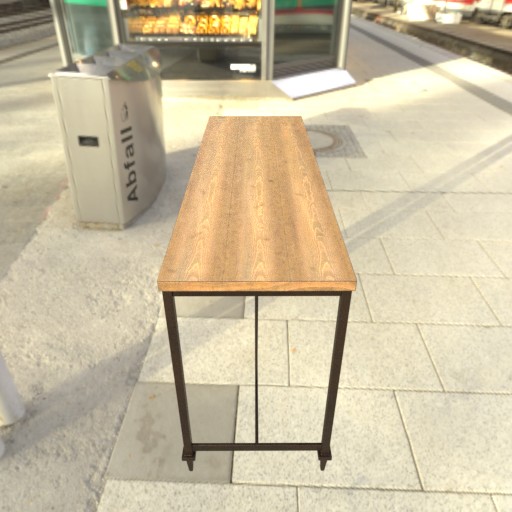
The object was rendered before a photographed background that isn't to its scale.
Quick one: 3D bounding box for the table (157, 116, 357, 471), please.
[{"bbox_3d":[0.000,0.000,2.160,0.551,0.902,1.700,0,32,0],"label":"table"}]
